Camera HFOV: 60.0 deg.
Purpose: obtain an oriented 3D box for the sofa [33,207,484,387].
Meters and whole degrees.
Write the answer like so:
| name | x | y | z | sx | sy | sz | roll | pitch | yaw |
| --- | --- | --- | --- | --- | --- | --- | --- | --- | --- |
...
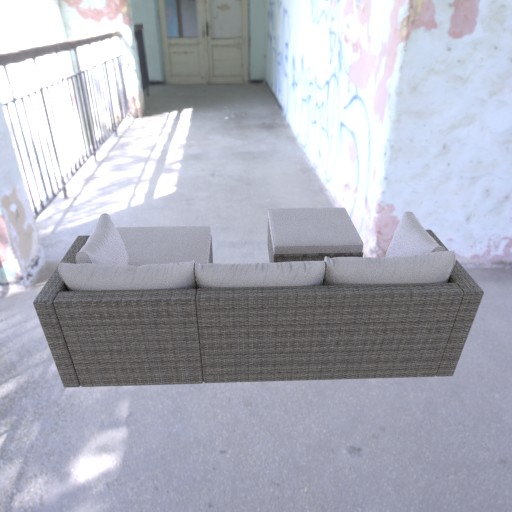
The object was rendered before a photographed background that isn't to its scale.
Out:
| name | x | y | z | sx | sy | sz | roll | pitch | yaw |
| --- | --- | --- | --- | --- | --- | --- | --- | --- | --- |
| sofa | 0.000 | 0.000 | 2.980 | 2.192 | 0.766 | 1.662 | -1 | 30 | -2 |
